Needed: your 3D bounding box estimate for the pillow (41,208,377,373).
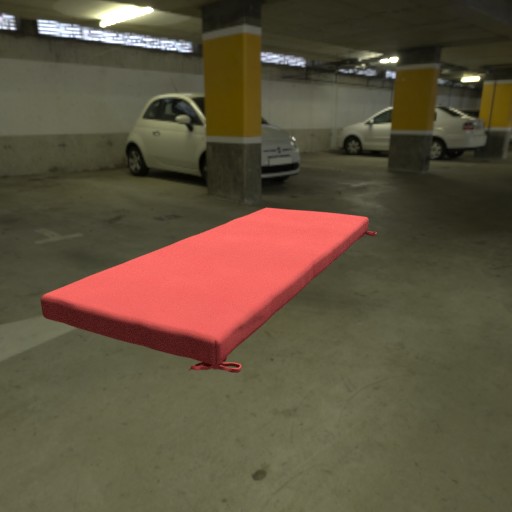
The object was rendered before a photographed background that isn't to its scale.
[{"bbox_3d":[0.000,0.000,1.352,0.492,0.081,1.187,8,19,26],"label":"pillow"}]
